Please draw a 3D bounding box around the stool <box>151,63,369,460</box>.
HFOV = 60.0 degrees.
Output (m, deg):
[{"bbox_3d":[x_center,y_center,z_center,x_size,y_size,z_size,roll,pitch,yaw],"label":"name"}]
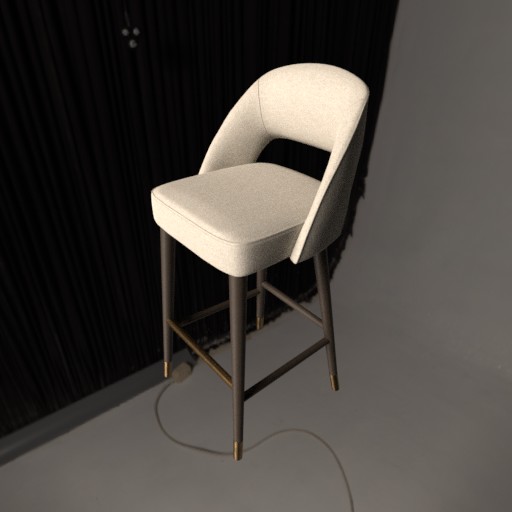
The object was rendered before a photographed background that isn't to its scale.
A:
[{"bbox_3d":[0.000,0.000,1.345,0.509,1.037,0.494,-22,37,-32],"label":"stool"}]
